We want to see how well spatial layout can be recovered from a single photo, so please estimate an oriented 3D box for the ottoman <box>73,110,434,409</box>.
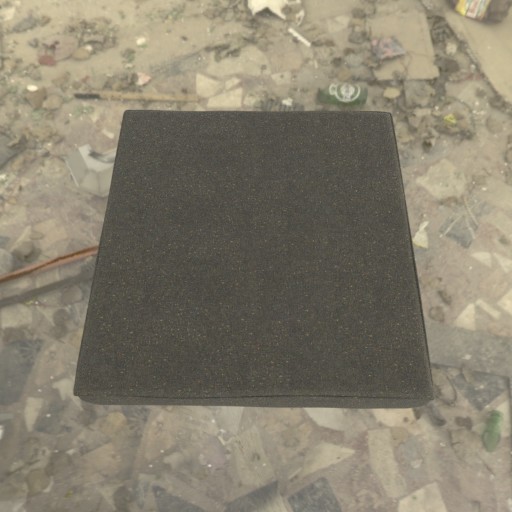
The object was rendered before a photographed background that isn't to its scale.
[{"bbox_3d":[0.000,0.000,1.530,0.968,0.382,1.004,1,64,0],"label":"ottoman"}]
